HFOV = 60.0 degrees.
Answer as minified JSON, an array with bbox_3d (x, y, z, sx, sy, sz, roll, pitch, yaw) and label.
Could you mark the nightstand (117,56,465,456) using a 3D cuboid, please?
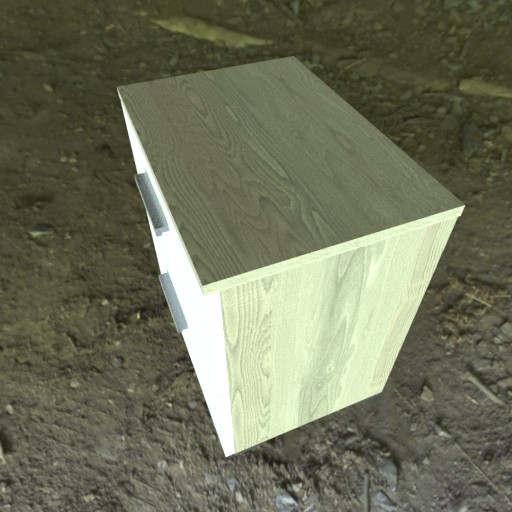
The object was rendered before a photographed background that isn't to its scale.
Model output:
[{"bbox_3d":[0.000,0.000,0.762,0.325,0.461,0.442,-17,48,-15],"label":"nightstand"}]
